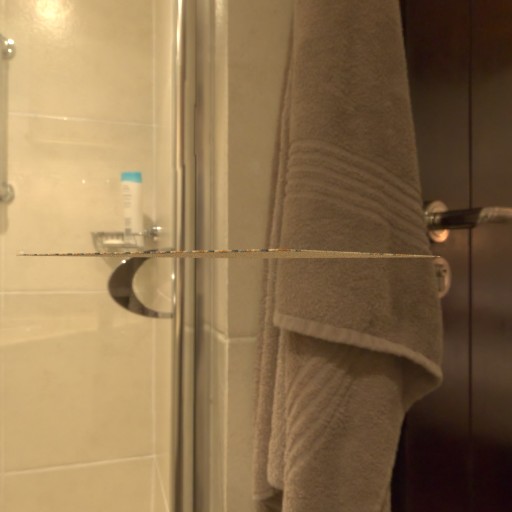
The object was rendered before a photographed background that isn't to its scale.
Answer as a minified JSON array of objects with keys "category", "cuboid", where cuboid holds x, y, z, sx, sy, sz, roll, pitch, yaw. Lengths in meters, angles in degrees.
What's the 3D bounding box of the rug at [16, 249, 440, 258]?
[{"category":"rug","cuboid":[0.000,0.000,3.984,2.439,0.010,3.048,-1,-1,36]}]
